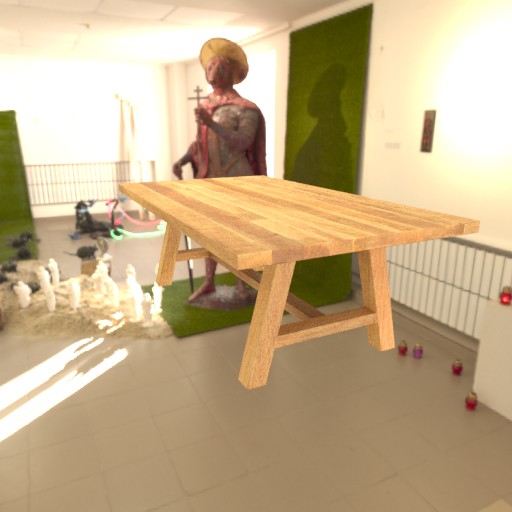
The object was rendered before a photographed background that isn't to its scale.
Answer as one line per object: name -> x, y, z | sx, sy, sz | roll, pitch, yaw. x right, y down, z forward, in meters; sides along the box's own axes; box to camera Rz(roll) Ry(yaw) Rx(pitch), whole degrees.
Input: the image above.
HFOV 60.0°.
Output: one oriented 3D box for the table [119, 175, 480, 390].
table -> 0.000, 0.000, 1.723 | 0.760, 0.455, 1.320 | -8, 18, -26
